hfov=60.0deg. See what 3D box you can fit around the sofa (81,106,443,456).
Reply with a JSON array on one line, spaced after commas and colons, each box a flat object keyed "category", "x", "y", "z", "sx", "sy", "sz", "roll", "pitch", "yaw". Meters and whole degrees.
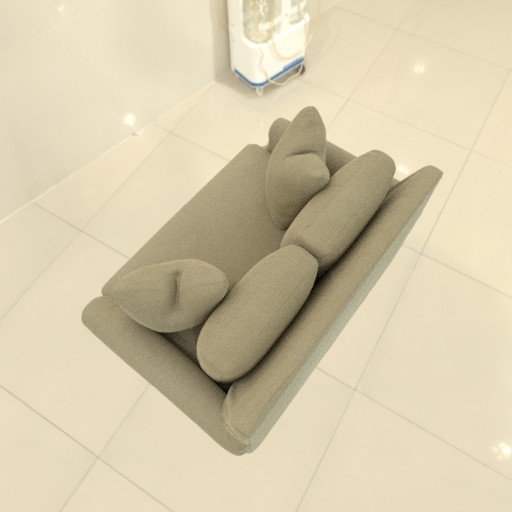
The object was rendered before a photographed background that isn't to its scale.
[{"category": "sofa", "x": 0.000, "y": 0.000, "z": 2.202, "sx": 1.070, "sy": 0.905, "sz": 1.550, "roll": 35, "pitch": 68, "yaw": 16}]
